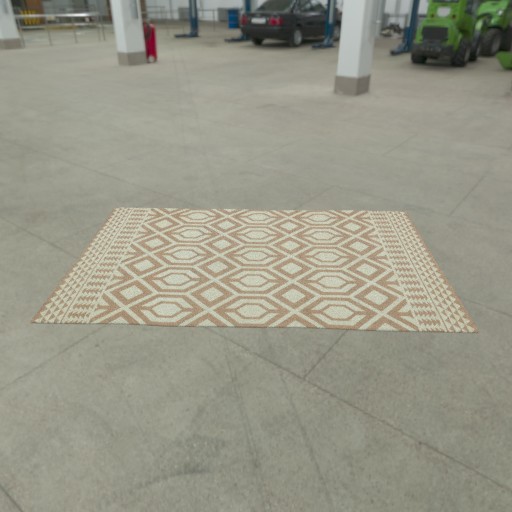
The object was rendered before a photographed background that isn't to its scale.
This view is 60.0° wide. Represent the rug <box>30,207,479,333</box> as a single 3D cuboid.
[{"bbox_3d":[0.000,0.000,3.050,2.435,0.011,1.526,1,31,2],"label":"rug"}]
